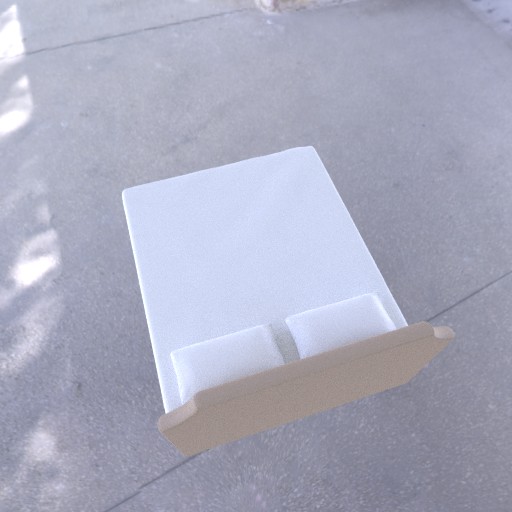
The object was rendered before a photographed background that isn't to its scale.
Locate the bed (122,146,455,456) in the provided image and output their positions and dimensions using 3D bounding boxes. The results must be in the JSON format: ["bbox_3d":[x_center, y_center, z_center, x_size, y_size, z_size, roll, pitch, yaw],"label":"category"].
[{"bbox_3d":[0.000,0.000,4.166,2.350,1.590,2.773,-15,60,-9],"label":"bed"}]
